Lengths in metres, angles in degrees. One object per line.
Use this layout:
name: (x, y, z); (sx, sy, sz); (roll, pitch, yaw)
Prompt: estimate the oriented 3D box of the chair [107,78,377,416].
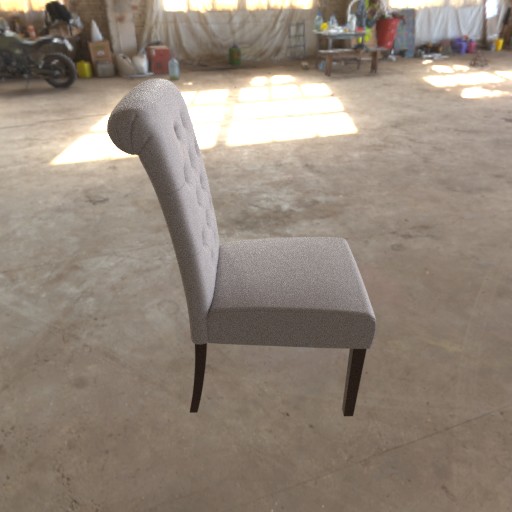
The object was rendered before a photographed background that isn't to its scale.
chair: (0.000, 0.000, 1.379); (0.671, 1.006, 0.456); (0, 31, 0)
